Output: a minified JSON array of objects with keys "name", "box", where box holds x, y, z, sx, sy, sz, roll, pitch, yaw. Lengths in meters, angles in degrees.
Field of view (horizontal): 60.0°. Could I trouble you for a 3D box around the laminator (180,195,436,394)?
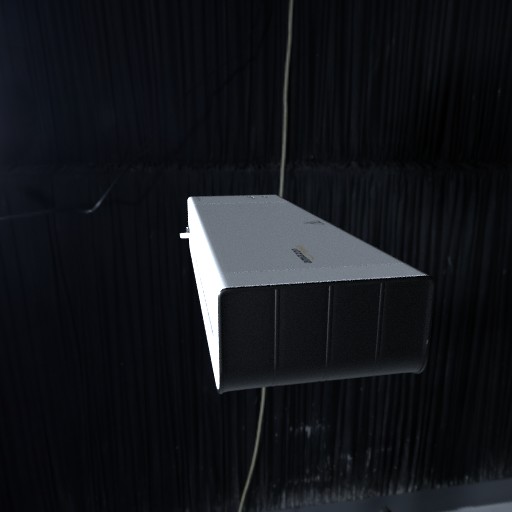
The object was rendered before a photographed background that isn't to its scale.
[{"name":"laminator","box":[0.000,0.000,0.382,0.123,0.062,0.340,-3,15,-10]}]
